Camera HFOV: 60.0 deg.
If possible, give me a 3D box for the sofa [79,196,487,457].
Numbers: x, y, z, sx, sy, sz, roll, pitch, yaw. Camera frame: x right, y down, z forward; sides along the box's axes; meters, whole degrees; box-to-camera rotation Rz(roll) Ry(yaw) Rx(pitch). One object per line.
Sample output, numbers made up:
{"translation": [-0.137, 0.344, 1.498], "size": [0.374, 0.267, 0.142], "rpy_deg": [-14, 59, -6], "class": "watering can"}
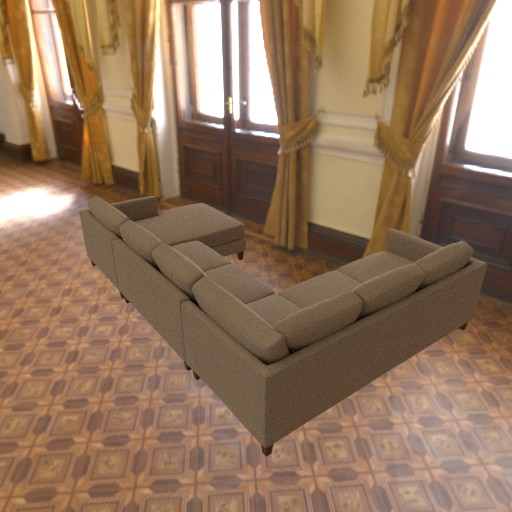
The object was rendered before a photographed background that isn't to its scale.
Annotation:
{"translation": [0.000, 0.000, 4.494], "size": [2.424, 0.865, 3.438], "rpy_deg": [-18, 32, -32], "class": "sofa"}
